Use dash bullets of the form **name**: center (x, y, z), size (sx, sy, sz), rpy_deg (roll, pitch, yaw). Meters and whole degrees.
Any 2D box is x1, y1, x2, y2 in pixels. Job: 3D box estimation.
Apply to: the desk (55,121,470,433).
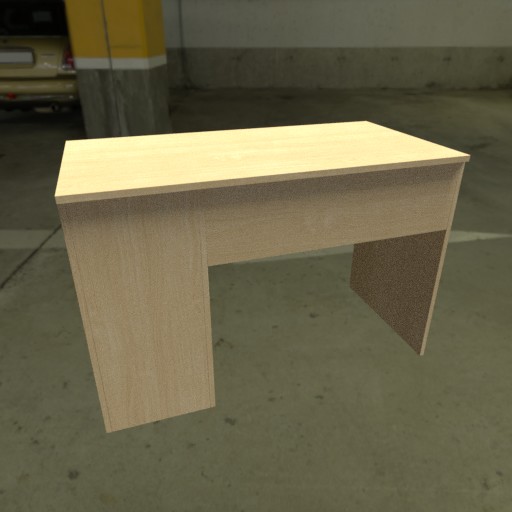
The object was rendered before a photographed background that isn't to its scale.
- **desk**: center (0.000, 0.000, 1.506), size (1.097, 0.735, 0.560), rpy_deg (-9, 28, -16)
